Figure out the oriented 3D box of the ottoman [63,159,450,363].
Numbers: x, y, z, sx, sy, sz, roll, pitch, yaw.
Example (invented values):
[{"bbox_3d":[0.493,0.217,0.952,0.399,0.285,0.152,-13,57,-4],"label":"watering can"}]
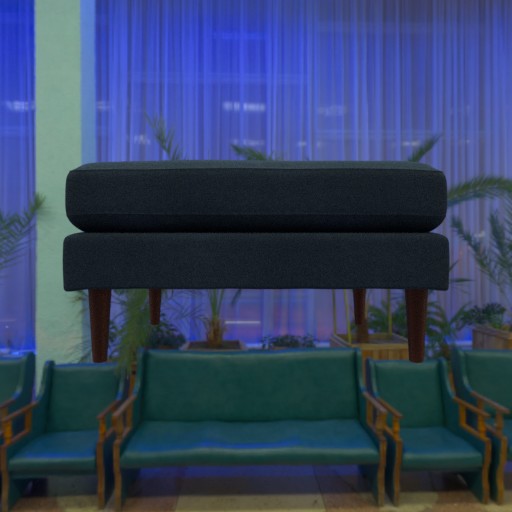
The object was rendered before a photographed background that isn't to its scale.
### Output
[{"bbox_3d":[0.000,0.000,1.263,0.821,0.474,0.693,0,0,0],"label":"ottoman"}]
